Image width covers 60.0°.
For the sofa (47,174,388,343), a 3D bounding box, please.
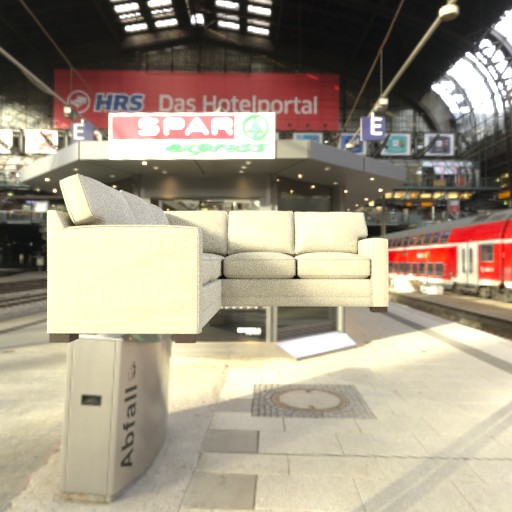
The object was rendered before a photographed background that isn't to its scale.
[{"bbox_3d":[0.000,0.000,3.419,2.211,0.936,2.188,0,0,0],"label":"sofa"}]
